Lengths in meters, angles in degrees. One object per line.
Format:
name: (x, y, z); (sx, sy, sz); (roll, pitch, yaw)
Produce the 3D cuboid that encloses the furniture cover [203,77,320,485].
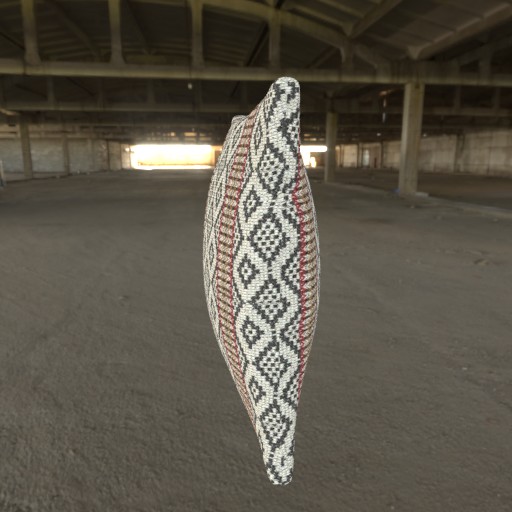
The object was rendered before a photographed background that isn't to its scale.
furniture cover: (0.000, 0.000, 0.764); (0.182, 0.506, 0.503); (-2, 13, -7)
